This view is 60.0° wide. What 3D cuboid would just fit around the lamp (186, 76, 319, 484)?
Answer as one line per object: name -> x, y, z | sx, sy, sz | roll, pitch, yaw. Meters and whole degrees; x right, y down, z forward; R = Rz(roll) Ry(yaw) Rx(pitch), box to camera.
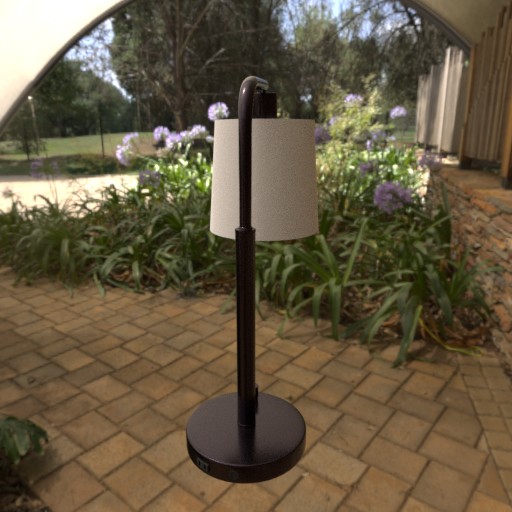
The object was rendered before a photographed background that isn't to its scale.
lamp -> 0.000, 0.000, 0.635 | 0.171, 0.489, 0.333 | 2, 15, 9
